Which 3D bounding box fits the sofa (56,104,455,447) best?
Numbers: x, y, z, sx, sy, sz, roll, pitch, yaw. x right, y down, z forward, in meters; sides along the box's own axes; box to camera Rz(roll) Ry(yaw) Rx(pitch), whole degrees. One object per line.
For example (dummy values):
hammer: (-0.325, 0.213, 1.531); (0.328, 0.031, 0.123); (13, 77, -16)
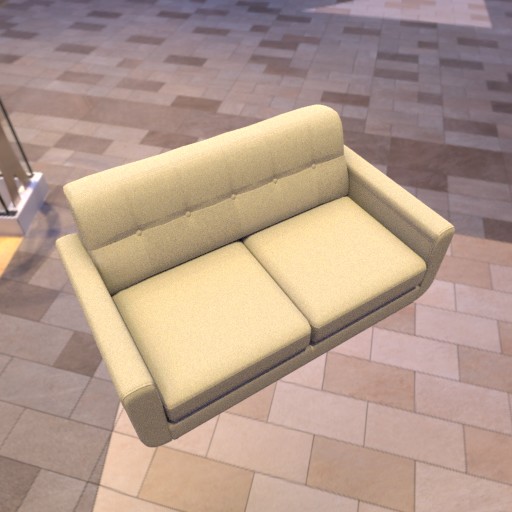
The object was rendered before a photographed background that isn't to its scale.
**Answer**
sofa: (0.000, 0.000, 2.189); (1.655, 0.892, 0.980); (-24, 51, -21)
